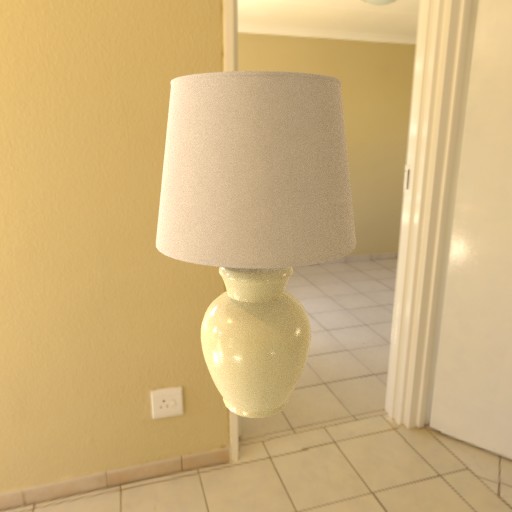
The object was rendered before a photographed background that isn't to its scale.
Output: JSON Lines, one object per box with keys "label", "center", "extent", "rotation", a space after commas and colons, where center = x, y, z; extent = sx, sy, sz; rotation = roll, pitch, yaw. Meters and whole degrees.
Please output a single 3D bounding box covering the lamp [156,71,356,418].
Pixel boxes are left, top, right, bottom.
{"label": "lamp", "center": [0.000, 0.000, 0.547], "extent": [0.239, 0.399, 0.239], "rotation": [0, 15, 0]}
